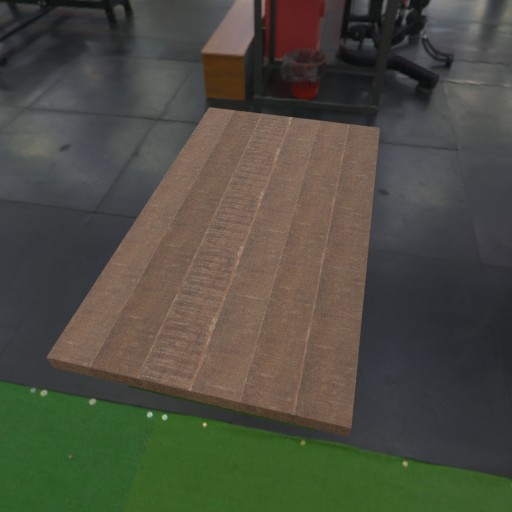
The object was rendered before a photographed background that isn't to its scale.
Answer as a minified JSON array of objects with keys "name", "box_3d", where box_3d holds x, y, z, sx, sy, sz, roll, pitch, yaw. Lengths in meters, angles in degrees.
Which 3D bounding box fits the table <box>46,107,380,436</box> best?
[{"name":"table","box_3d":[0.000,0.000,1.734,0.800,0.440,1.400,10,47,9]}]
